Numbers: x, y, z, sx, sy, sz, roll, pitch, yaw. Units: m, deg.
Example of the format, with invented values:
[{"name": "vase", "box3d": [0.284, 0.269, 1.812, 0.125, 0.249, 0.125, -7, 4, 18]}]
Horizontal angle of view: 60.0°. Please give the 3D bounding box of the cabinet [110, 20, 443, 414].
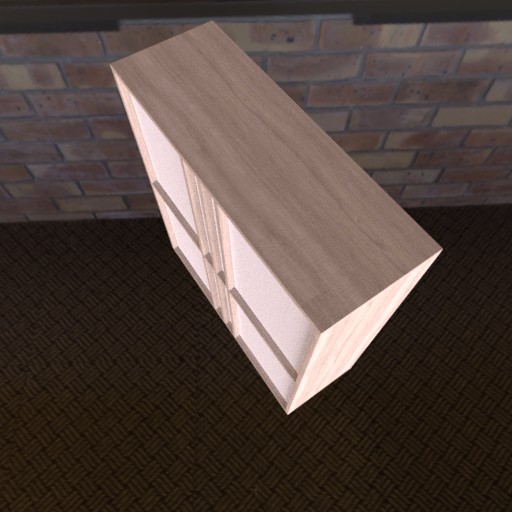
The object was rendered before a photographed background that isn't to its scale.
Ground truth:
[{"name": "cabinet", "box3d": [0.000, 0.000, 1.904, 0.398, 1.388, 1.111, -31, 67, -15]}]
